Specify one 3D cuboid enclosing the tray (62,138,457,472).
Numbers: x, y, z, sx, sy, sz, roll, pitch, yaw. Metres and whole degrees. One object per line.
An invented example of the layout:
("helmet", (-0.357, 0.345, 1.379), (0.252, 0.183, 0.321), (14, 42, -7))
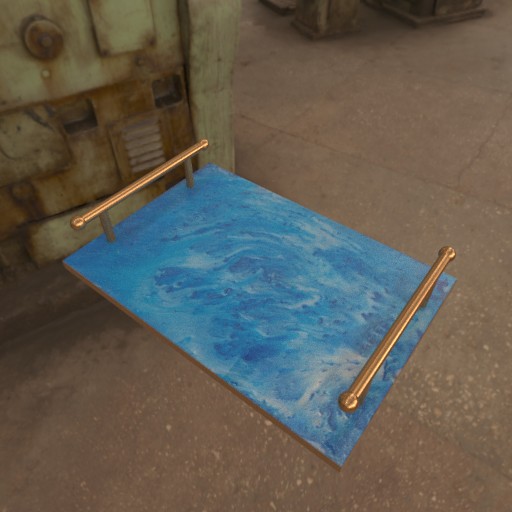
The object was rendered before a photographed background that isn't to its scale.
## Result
("tray", (0.000, 0.000, 0.581), (0.444, 0.084, 0.304), (29, 52, 25))
